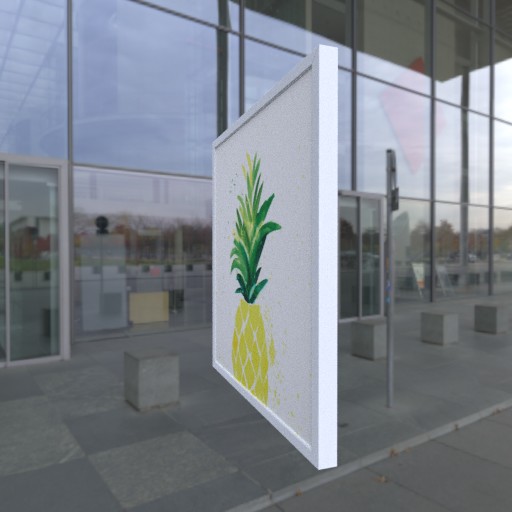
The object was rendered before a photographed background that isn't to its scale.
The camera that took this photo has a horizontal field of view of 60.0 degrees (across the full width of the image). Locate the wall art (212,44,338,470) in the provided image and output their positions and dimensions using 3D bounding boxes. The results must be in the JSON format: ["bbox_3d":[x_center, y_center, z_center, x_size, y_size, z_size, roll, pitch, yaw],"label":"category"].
[{"bbox_3d":[0.000,0.000,1.157,0.038,0.761,0.763,0,1,-20],"label":"wall art"}]
